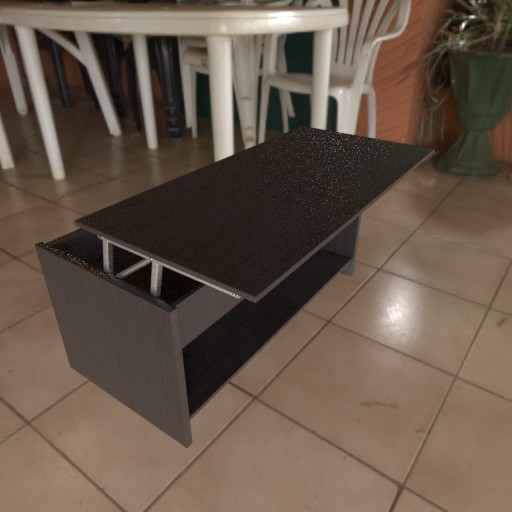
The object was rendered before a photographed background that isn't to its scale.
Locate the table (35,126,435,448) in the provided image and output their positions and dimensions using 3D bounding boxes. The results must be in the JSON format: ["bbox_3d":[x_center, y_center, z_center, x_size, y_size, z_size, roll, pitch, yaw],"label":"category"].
[{"bbox_3d":[0.000,0.000,1.409,0.712,0.570,1.000,20,36,30],"label":"table"}]
